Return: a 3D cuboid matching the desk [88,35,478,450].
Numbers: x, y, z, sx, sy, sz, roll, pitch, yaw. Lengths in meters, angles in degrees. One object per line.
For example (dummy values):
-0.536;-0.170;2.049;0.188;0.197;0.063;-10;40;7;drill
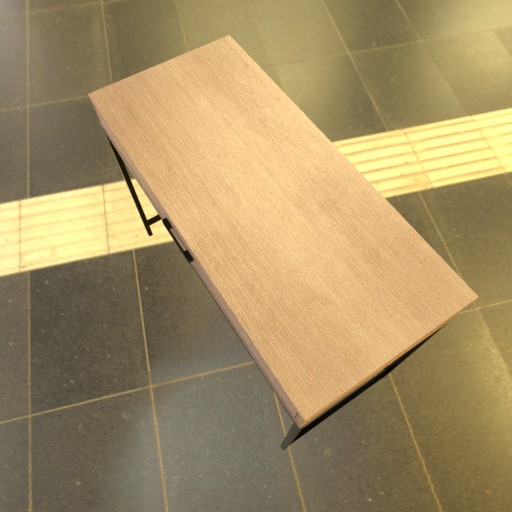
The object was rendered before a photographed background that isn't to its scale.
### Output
0.000;0.000;1.418;0.470;0.762;1.016;-30;66;-15;desk
